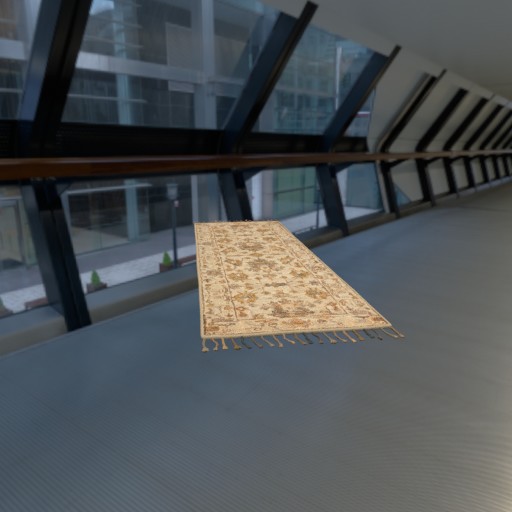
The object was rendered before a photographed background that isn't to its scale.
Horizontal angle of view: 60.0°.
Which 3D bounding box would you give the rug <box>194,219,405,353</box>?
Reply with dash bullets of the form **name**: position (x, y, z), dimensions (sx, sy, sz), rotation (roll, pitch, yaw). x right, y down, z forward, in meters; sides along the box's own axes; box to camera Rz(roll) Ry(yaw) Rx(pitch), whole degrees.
- **rug**: position (0.000, 0.000, 2.690), dimensions (0.729, 0.021, 2.438), rotation (-2, 15, -8)
